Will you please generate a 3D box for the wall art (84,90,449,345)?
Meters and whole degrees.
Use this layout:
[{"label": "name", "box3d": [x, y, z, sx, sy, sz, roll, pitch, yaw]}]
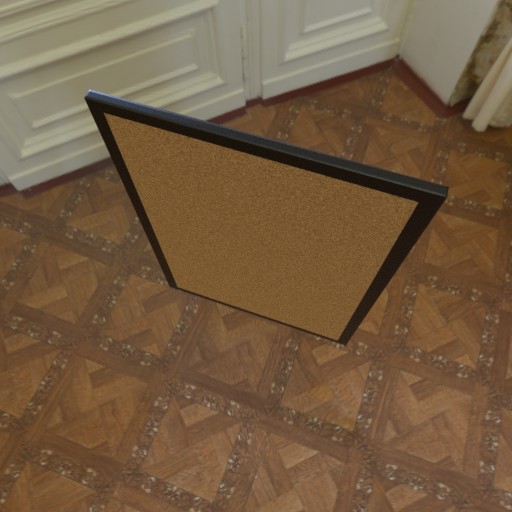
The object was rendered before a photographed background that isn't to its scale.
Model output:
[{"label": "wall art", "box3d": [0.000, 0.000, 0.852, 0.480, 0.657, 0.016, 17, 65, 8]}]
